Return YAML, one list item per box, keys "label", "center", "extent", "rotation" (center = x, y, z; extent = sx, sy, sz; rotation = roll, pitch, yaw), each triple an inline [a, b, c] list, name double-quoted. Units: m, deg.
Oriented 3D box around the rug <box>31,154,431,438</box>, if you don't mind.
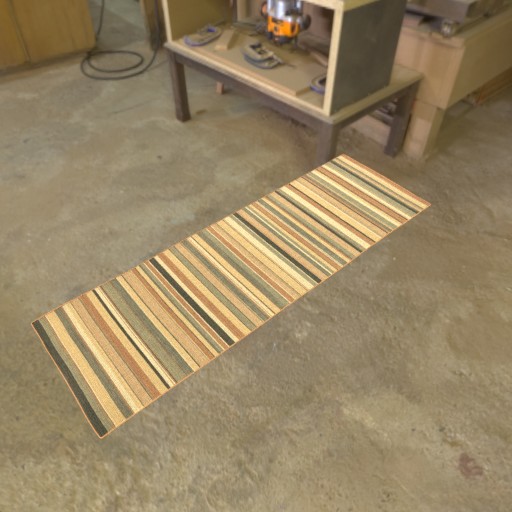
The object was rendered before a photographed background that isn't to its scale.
- label: "rug"
  center: [0.000, 0.000, 2.665]
  extent: [2.444, 0.010, 0.799]
  rotation: [-32, 54, -27]
